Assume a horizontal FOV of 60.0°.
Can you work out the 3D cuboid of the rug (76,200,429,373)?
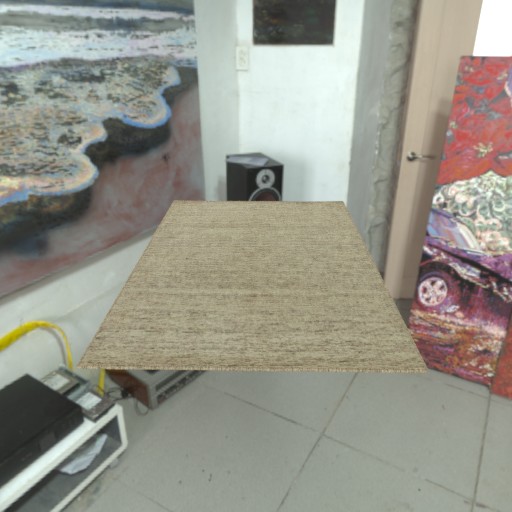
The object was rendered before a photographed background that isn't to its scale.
[{"bbox_3d":[0.000,0.000,2.336,1.211,0.018,1.822,0,25,1],"label":"rug"}]
